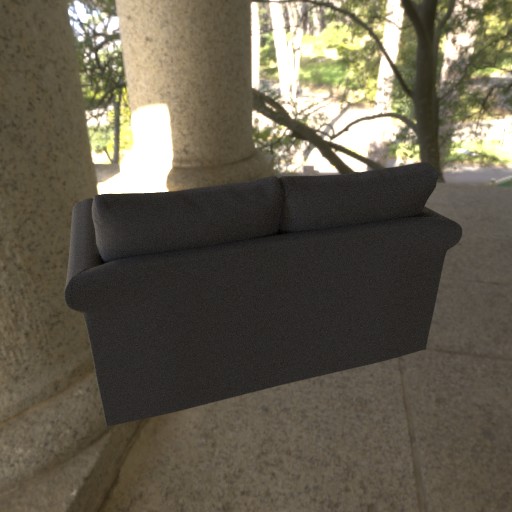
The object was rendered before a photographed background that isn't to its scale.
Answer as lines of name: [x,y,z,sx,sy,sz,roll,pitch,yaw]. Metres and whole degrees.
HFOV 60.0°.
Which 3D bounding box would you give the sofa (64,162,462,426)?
sofa: [0.000,0.000,1.918,1.460,0.872,0.741,-9,29,-16]
